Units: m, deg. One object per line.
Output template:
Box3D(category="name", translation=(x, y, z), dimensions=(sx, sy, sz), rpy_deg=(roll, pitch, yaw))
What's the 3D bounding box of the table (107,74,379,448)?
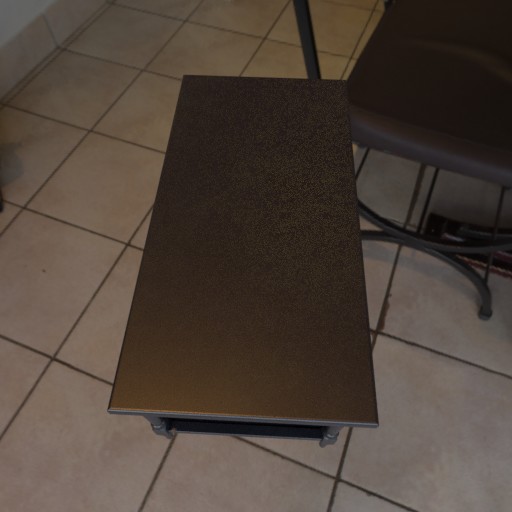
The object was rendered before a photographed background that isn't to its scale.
Box3D(category="table", translation=(0.000, 0.000, 1.403), dimensions=(0.550, 0.510, 1.107), rpy_deg=(2, 57, 2))
